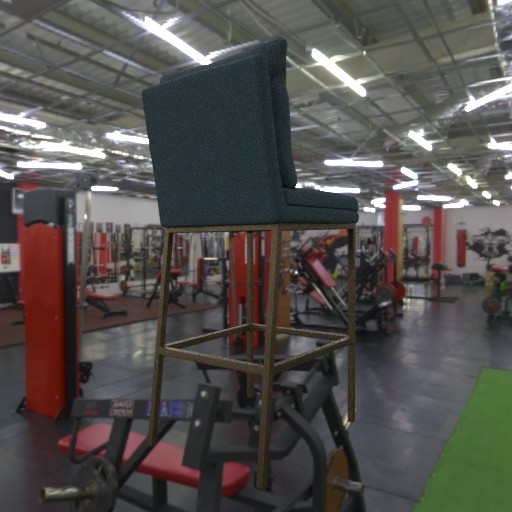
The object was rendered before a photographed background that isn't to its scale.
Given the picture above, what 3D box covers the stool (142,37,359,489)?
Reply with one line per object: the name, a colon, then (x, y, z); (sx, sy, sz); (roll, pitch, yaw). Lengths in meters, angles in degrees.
stool: (0.000, 0.000, 1.405); (0.463, 1.124, 0.568); (1, 1, 36)
